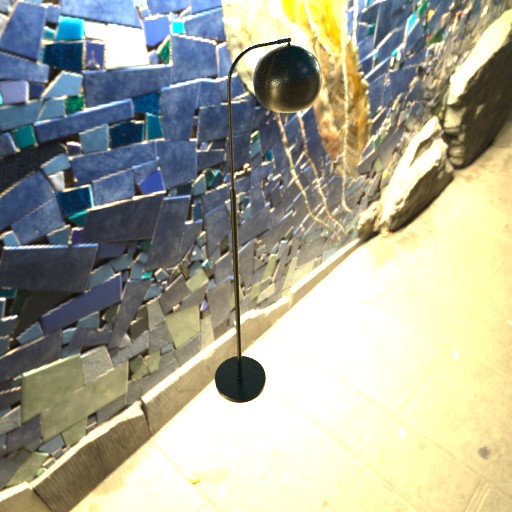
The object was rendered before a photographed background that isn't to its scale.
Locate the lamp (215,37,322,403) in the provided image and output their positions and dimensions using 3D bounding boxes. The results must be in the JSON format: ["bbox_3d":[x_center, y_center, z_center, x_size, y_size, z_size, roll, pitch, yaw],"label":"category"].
[{"bbox_3d":[0.000,0.000,1.703,0.431,1.526,0.250,-23,46,-25],"label":"lamp"}]
